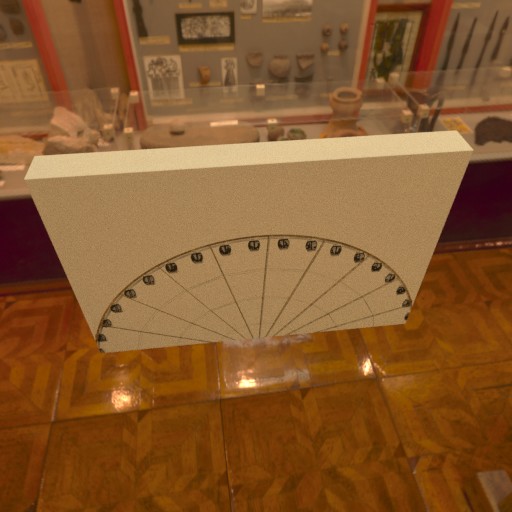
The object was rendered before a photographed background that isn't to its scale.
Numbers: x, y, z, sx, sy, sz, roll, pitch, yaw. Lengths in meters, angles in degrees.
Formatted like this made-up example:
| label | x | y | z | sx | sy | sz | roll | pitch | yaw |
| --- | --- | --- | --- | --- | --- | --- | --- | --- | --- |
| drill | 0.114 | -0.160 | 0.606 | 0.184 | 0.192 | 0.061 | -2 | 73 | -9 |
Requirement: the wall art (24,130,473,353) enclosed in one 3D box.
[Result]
| label | x | y | z | sx | sy | sz | roll | pitch | yaw |
| --- | --- | --- | --- | --- | --- | --- | --- | --- | --- |
| wall art | 0.000 | 0.000 | 0.478 | 0.384 | 0.254 | 0.039 | -4 | 45 | -4 |
